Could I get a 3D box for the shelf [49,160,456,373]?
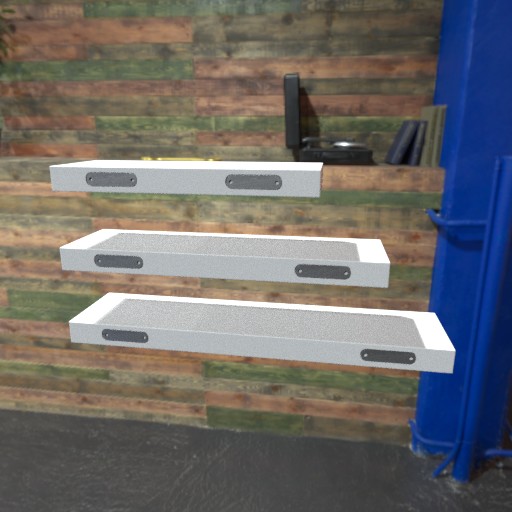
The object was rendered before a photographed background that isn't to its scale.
[{"bbox_3d":[0.000,0.000,0.726,0.610,0.293,0.140,3,16,9],"label":"shelf"}]
